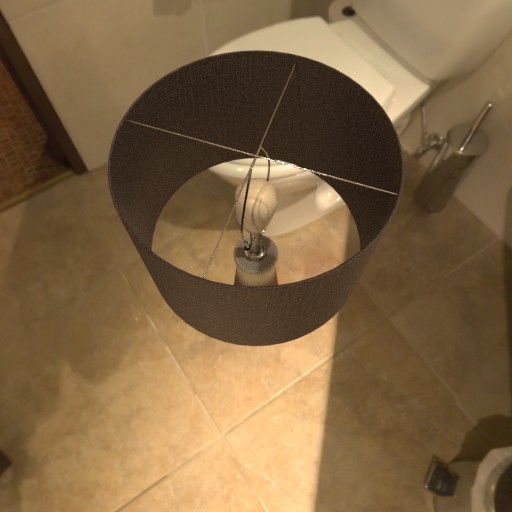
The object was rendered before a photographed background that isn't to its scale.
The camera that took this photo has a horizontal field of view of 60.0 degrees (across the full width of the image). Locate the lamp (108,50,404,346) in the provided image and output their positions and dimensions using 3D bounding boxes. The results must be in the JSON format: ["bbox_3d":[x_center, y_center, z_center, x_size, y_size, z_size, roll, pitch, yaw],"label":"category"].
[{"bbox_3d":[0.000,0.000,0.675,0.303,0.488,0.303,0,64,0],"label":"lamp"}]
